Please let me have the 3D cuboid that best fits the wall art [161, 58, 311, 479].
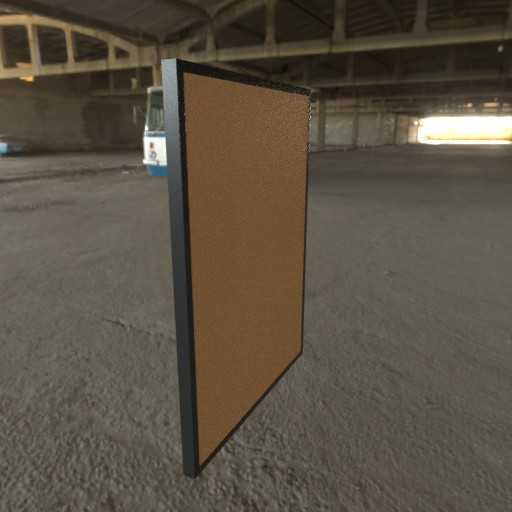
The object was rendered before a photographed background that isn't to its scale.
[{"bbox_3d":[0.000,0.000,1.418,0.039,1.061,0.804,8,18,26],"label":"wall art"}]
